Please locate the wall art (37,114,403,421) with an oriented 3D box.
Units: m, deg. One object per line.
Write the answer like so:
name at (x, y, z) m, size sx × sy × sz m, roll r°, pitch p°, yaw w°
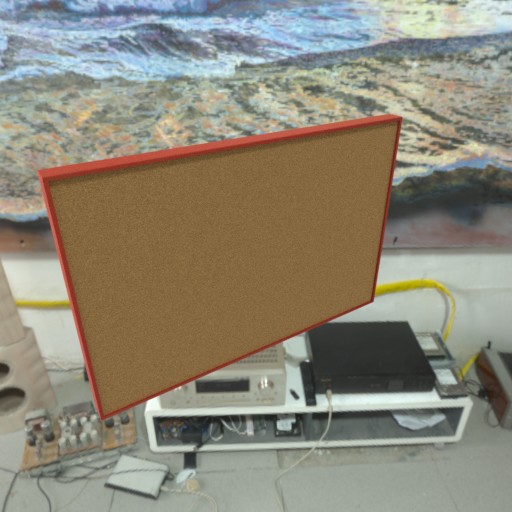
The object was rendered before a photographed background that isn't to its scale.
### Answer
wall art at (0.000, 0.000, 0.763) m, size 0.607 × 0.405 × 0.033 m, roll -17°, pitch 34°, yaw -28°
